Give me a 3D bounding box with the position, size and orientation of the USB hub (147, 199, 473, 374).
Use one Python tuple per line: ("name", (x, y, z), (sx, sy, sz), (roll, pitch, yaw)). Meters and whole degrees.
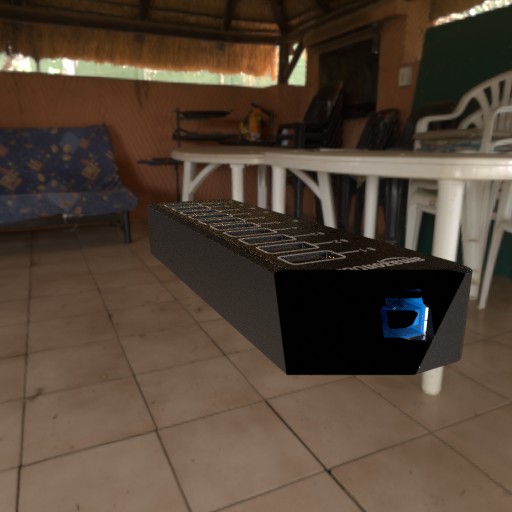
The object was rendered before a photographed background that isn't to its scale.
("USB hub", (0.000, 0.000, 0.158), (0.044, 0.023, 0.145), (-7, 16, -26))
